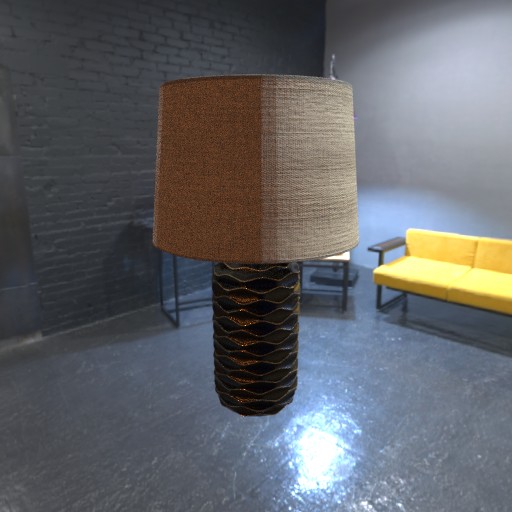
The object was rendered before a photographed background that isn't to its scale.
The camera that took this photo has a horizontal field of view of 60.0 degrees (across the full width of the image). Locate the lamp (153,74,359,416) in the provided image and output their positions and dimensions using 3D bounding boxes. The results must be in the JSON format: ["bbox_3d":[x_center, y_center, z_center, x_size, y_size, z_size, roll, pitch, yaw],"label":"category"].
[{"bbox_3d":[0.000,0.000,0.835,0.376,0.594,0.376,0,14,0],"label":"lamp"}]
